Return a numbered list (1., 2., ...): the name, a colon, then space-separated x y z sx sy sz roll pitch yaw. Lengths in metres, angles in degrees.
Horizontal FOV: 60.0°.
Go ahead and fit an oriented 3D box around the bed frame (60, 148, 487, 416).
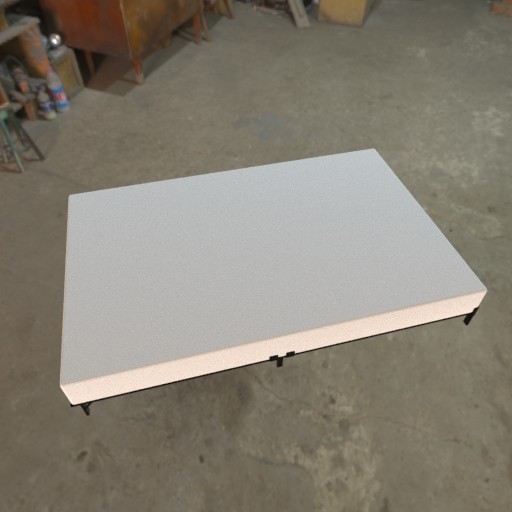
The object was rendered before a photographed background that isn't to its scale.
1. bed frame: 0.000 0.000 3.740 2.987 0.440 1.930 -11 47 -10
